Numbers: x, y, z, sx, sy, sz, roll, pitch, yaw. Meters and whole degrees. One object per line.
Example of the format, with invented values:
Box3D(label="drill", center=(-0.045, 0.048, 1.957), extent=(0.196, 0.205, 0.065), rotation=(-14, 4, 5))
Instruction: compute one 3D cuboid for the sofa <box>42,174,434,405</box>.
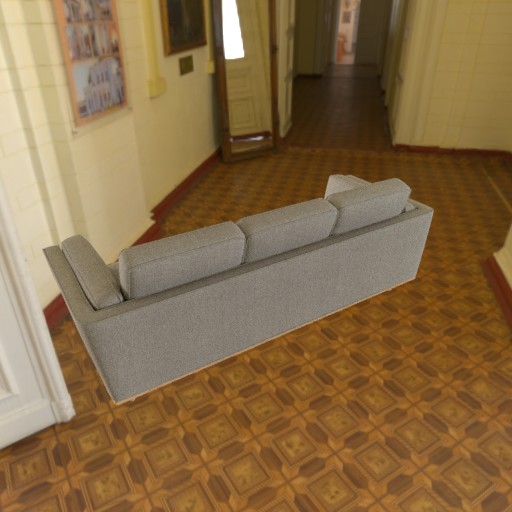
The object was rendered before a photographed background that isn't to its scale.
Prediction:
Box3D(label="sofa", center=(0.000, 0.000, 2.873), extent=(2.362, 0.899, 0.903), rotation=(-17, 34, -28))
